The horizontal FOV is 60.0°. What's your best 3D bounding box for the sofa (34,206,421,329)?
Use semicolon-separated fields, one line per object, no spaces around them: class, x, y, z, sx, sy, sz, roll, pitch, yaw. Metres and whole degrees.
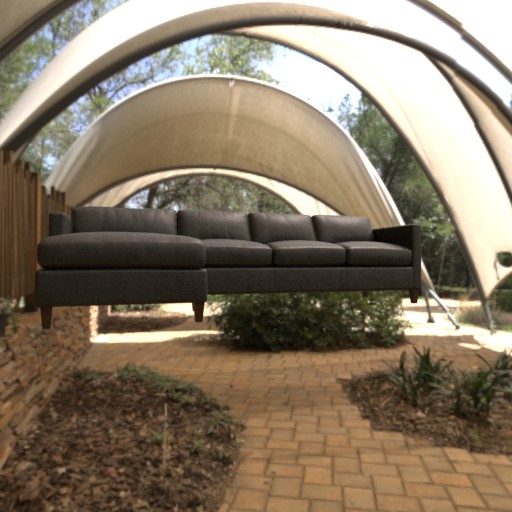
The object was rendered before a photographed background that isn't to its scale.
sofa;0.000;0.000;3.779;3.203;0.883;1.581;0;-1;-19
